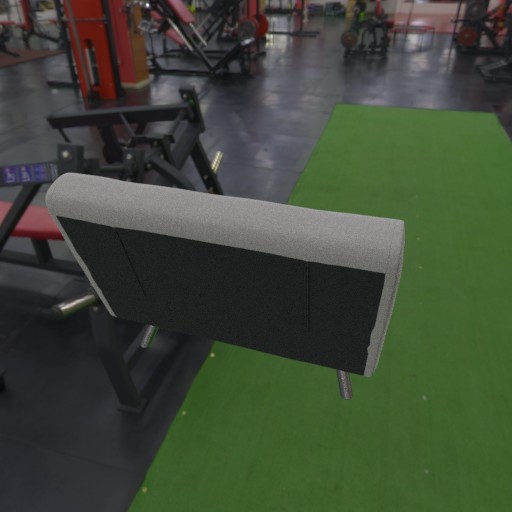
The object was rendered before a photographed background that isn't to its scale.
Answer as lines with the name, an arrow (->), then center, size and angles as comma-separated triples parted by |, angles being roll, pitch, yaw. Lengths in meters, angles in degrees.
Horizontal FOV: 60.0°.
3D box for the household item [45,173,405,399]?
household item -> 0.000, 0.000, 1.658 | 1.000, 0.800, 0.874 | 10, 34, 15
